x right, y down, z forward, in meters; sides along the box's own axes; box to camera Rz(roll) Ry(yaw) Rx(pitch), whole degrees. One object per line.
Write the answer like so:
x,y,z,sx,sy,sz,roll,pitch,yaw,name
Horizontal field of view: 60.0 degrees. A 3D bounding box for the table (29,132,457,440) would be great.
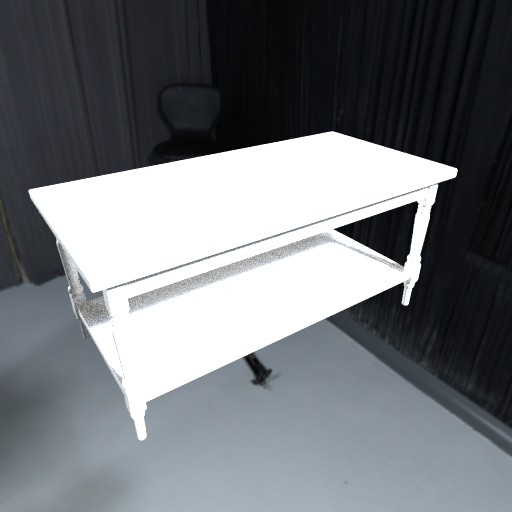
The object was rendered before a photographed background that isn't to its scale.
0.000,0.000,1.393,1.107,0.510,0.550,-19,35,-30,table
